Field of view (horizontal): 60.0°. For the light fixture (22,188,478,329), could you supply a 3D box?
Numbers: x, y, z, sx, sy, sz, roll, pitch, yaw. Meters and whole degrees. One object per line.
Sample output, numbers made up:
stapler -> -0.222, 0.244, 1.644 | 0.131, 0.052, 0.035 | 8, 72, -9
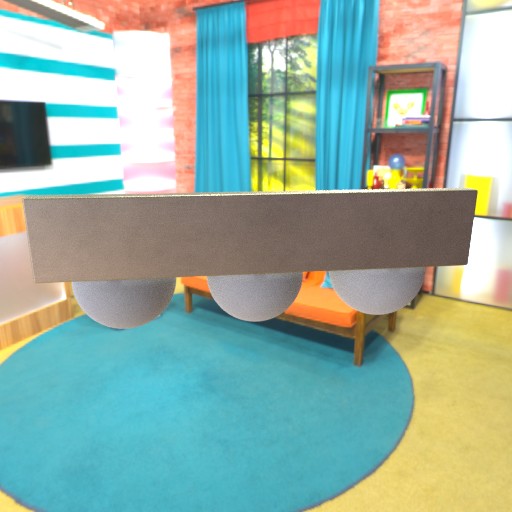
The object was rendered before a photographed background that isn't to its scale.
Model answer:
light fixture -> 0.000, 0.000, 0.833 | 0.721, 0.263, 0.218 | -2, 16, -7
